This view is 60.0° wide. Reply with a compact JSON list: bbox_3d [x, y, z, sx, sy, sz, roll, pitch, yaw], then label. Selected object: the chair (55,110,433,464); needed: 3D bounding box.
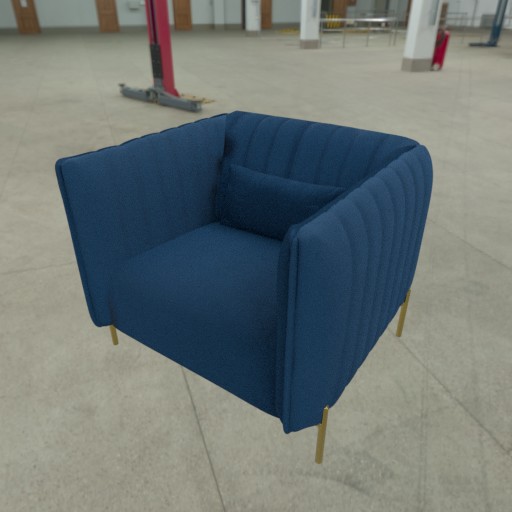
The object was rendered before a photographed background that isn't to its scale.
[{"bbox_3d":[0.000,0.000,1.563,0.947,0.793,0.877,19,35,30],"label":"chair"}]
